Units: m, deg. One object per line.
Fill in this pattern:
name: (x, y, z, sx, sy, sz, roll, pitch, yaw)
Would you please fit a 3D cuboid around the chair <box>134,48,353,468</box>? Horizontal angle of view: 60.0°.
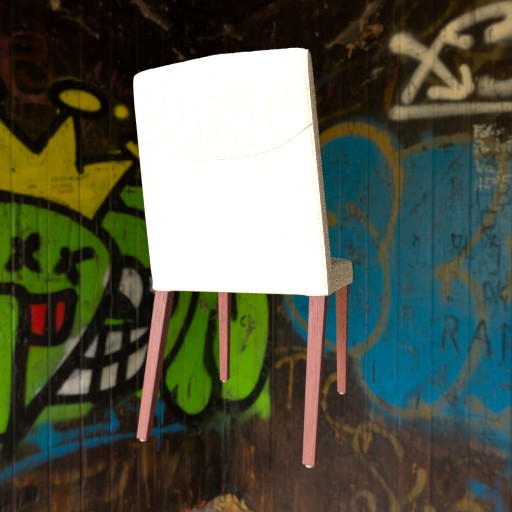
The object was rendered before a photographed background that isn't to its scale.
chair: (0.000, 0.000, 1.255, 0.480, 0.900, 0.594, 0, 1, 19)
